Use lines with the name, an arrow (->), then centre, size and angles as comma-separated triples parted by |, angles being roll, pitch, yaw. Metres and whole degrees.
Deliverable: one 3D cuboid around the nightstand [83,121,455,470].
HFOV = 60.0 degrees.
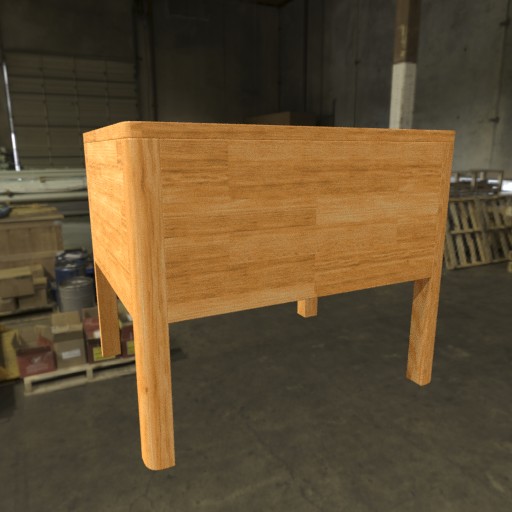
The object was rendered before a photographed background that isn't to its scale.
nightstand -> 0.000, 0.000, 0.876 | 0.560, 0.470, 0.440 | -7, 15, -26
